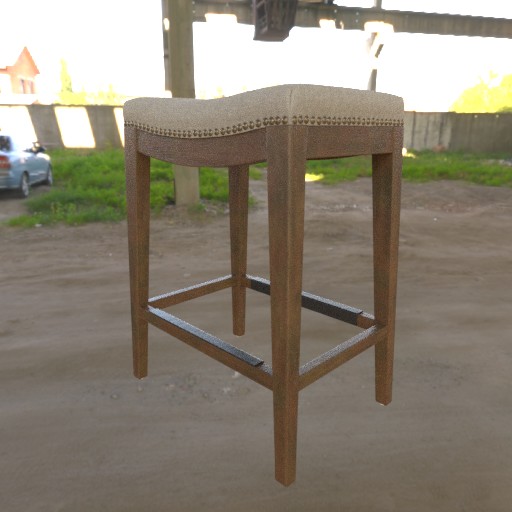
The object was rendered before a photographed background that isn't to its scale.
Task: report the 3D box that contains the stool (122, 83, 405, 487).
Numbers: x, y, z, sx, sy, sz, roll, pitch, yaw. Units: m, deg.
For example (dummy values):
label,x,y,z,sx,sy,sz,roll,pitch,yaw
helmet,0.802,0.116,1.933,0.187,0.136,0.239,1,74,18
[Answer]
label,x,y,z,sx,sy,sz,roll,pitch,yaw
stool,0.000,0.000,0.961,0.356,0.660,0.508,-15,22,-43
